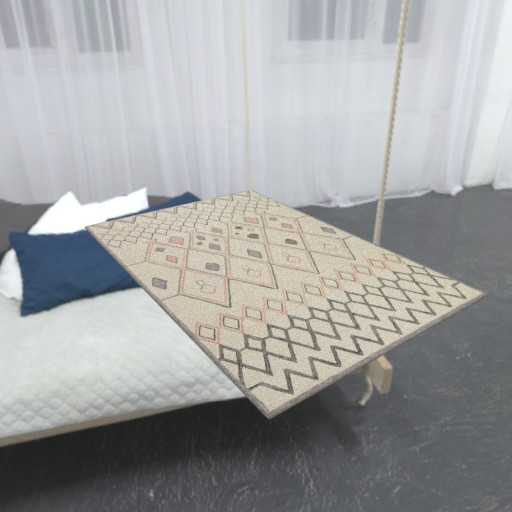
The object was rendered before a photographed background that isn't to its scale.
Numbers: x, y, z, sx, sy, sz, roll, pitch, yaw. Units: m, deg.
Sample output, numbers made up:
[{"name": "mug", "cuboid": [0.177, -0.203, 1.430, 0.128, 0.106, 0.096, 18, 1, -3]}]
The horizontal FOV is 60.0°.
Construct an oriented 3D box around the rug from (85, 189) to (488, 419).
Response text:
[{"name": "rug", "cuboid": [0.000, 0.000, 2.309, 1.219, 0.016, 1.829, -18, 31, -31]}]
